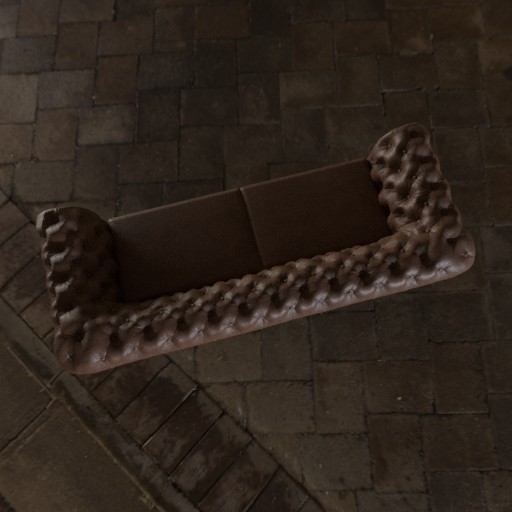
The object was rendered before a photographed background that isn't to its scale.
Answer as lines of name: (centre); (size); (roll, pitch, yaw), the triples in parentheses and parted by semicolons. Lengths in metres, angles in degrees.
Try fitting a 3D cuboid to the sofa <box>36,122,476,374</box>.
sofa: (0.000, 0.000, 2.774); (2.385, 0.783, 0.944); (-14, 75, -4)
